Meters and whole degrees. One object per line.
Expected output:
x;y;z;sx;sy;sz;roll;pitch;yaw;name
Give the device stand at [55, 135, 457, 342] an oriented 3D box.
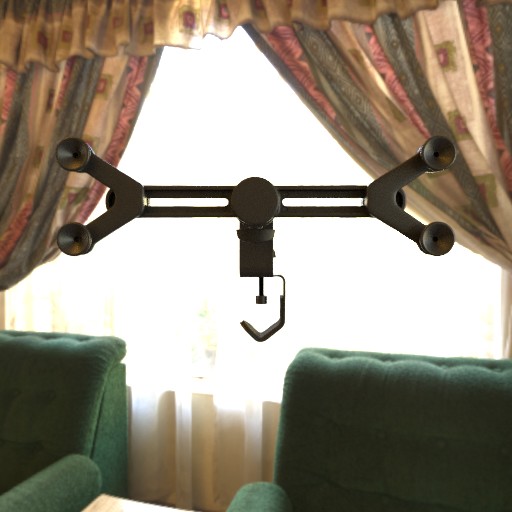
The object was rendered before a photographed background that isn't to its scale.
0.000;0.000;0.370;0.270;0.166;0.142;0;2;1;device stand
